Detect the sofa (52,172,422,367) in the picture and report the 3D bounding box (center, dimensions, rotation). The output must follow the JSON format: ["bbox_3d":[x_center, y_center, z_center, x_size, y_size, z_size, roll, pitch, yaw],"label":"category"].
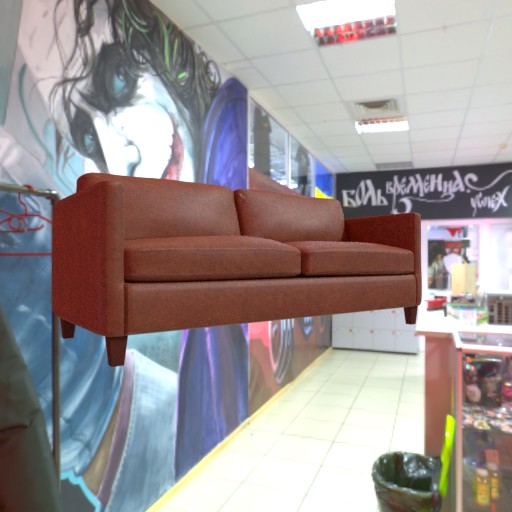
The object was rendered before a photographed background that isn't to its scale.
[{"bbox_3d":[0.000,0.000,2.779,2.204,0.932,0.950,0,-1,-36],"label":"sofa"}]
